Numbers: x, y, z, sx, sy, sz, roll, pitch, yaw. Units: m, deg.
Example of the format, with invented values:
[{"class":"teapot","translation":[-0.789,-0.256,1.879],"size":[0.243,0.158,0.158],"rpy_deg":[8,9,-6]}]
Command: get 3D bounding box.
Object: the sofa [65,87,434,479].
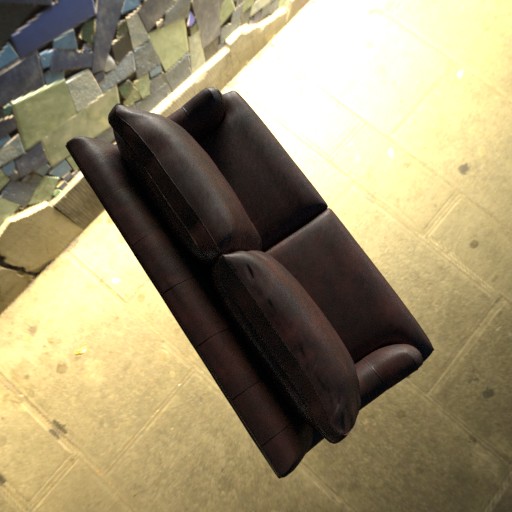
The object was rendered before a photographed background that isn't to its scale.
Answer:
[{"class":"sofa","translation":[0.000,0.000,2.704],"size":[1.147,1.071,2.144],"rpy_deg":[-34,78,-8]}]
